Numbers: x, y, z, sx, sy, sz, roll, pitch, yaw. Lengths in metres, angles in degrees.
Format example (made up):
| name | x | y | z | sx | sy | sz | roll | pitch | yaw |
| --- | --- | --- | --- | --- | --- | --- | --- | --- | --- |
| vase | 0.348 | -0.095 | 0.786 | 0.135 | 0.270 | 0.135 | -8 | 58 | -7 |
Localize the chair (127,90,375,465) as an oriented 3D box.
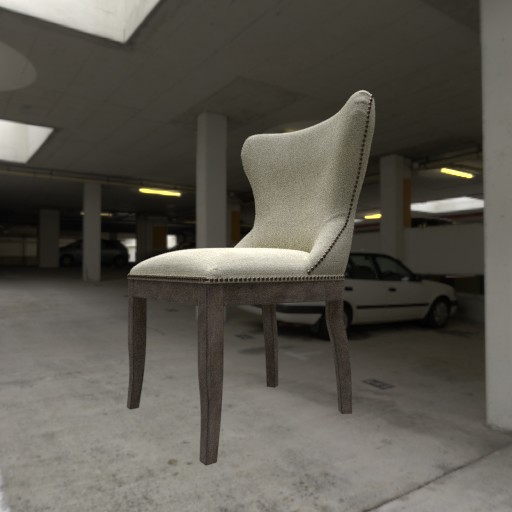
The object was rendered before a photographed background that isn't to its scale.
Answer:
| name | x | y | z | sx | sy | sz | roll | pitch | yaw |
| --- | --- | --- | --- | --- | --- | --- | --- | --- | --- |
| chair | 0.000 | 0.000 | 1.460 | 0.681 | 1.002 | 0.654 | 1 | -2 | -36 |
